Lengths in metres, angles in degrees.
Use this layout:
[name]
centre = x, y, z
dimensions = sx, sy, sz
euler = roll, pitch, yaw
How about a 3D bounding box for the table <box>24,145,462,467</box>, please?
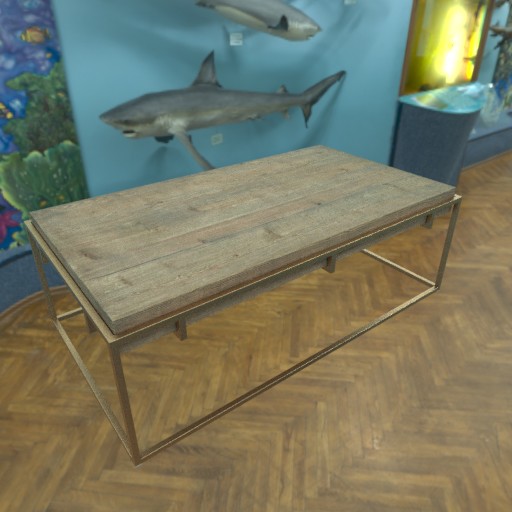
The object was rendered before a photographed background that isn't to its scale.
[table]
centre = 0.000, 0.000, 1.690
dimensions = 1.387, 0.468, 0.775
euler = -21, 36, -32
